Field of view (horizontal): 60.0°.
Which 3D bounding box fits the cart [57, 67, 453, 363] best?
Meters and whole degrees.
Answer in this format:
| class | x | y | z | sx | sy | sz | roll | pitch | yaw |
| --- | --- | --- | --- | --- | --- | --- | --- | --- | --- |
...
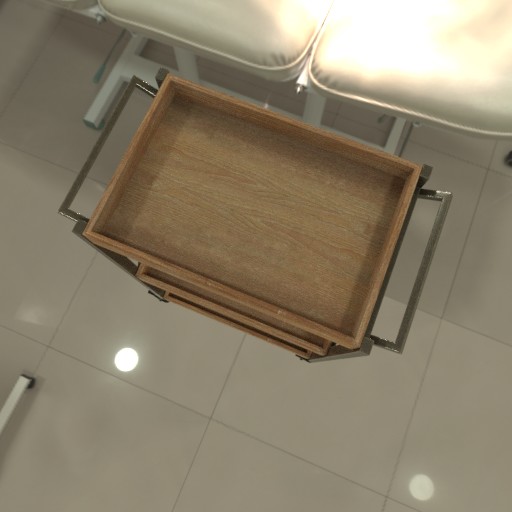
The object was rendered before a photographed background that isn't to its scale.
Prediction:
| class | x | y | z | sx | sy | sz | roll | pitch | yaw |
| --- | --- | --- | --- | --- | --- | --- | --- | --- | --- |
| cart | 0.000 | 0.000 | 1.207 | 0.673 | 0.835 | 0.377 | 22 | 77 | 5 |
